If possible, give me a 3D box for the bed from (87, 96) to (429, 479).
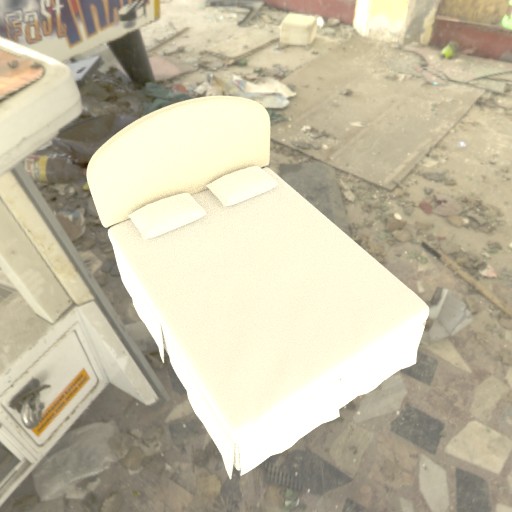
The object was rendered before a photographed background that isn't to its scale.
[{"bbox_3d":[0.000,0.000,3.054,1.607,1.410,2.005,-25,51,-22],"label":"bed"}]
